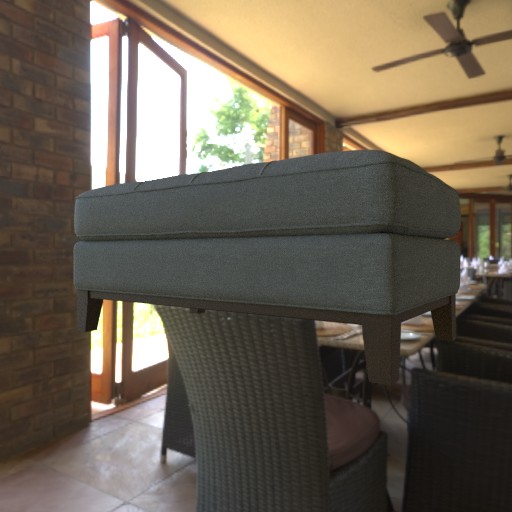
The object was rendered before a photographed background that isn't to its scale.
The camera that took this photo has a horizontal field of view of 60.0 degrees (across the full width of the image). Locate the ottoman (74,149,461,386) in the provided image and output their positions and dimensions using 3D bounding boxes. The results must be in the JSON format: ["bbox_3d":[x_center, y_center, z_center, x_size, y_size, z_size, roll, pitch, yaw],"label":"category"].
[{"bbox_3d":[0.000,0.000,1.447,1.143,0.514,0.648,0,0,36],"label":"ottoman"}]
